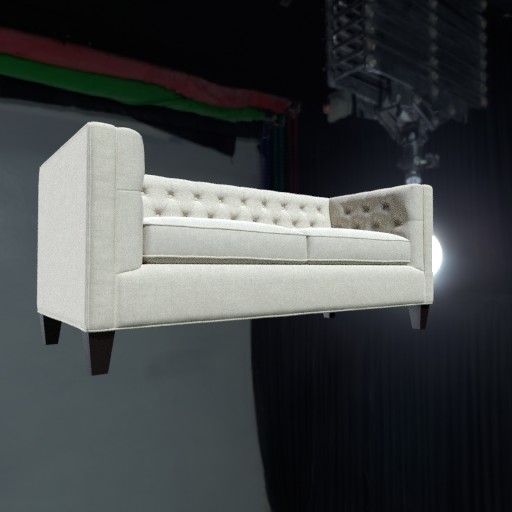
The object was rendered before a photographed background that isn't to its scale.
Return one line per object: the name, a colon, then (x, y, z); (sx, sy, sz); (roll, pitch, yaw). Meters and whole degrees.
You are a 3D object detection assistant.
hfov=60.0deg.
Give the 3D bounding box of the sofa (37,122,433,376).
sofa: (0.000, 0.000, 2.125); (1.778, 0.762, 0.775); (1, -2, -36)
